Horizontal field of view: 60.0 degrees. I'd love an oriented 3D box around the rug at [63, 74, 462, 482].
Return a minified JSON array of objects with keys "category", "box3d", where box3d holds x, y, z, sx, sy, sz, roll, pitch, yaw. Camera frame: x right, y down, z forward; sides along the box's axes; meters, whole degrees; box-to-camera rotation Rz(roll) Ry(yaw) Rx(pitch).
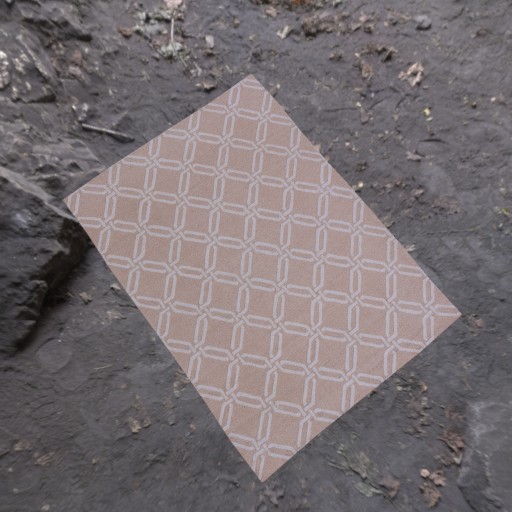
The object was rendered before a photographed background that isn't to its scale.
[{"category":"rug","box3d":[0.000,0.000,4.391,2.452,0.020,3.365,-37,79,-8]}]
